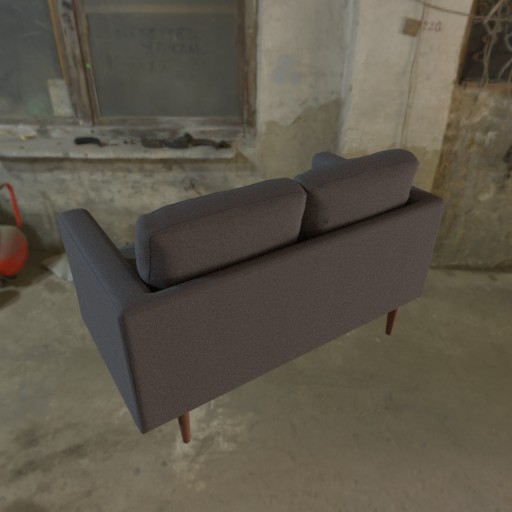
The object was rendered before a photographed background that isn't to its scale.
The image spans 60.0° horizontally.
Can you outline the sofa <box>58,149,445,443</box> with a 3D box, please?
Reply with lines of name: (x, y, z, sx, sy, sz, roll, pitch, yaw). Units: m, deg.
sofa: (0.000, 0.000, 1.954, 1.430, 0.908, 0.796, -19, 36, -28)
